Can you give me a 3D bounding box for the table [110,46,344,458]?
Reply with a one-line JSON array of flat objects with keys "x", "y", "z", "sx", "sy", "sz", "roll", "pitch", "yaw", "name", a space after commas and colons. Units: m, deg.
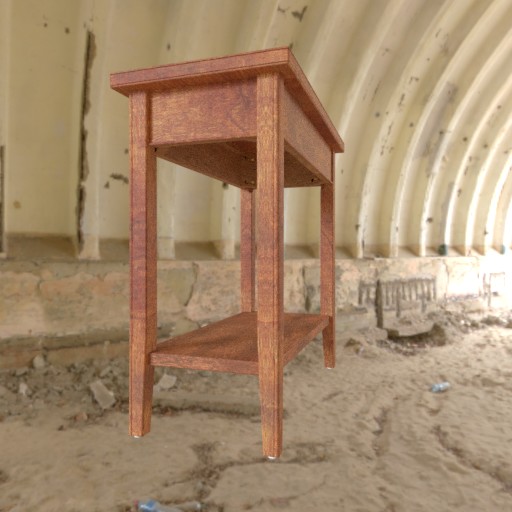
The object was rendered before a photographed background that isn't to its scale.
[{"x": 0.000, "y": 0.000, "z": 0.974, "sx": 0.305, "sy": 0.610, "sz": 0.610, "roll": 0, "pitch": 1, "yaw": 19, "name": "table"}]
